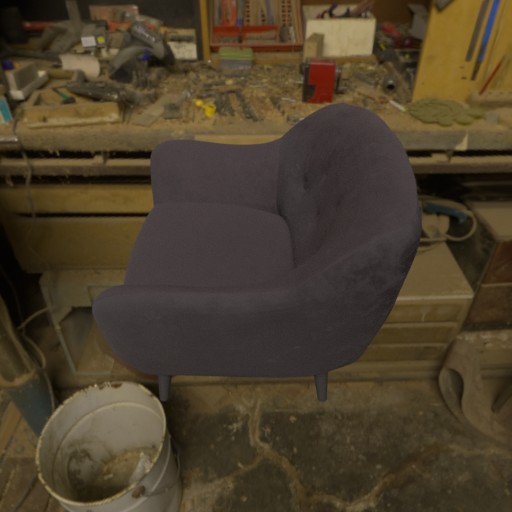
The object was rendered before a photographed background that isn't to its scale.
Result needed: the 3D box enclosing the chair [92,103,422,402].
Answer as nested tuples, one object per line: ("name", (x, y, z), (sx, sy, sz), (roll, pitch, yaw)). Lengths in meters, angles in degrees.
("chair", (0.000, 0.000, 1.460), (0.819, 0.807, 0.840), (0, 41, 0))
